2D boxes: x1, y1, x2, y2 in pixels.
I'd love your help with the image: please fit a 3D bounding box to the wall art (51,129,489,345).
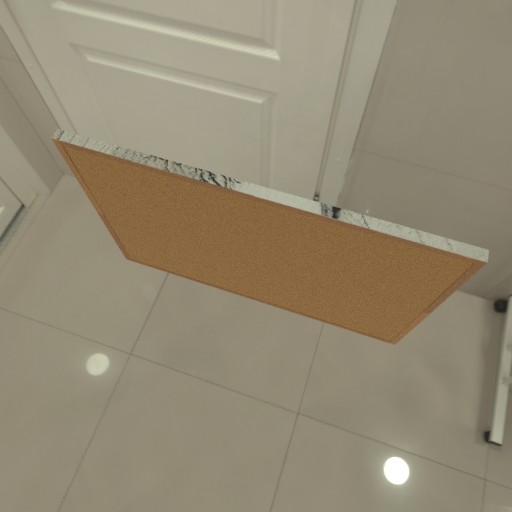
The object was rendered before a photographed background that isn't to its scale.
[{"bbox_3d":[0.000,0.000,1.450,1.141,0.758,0.035,17,66,8],"label":"wall art"}]
